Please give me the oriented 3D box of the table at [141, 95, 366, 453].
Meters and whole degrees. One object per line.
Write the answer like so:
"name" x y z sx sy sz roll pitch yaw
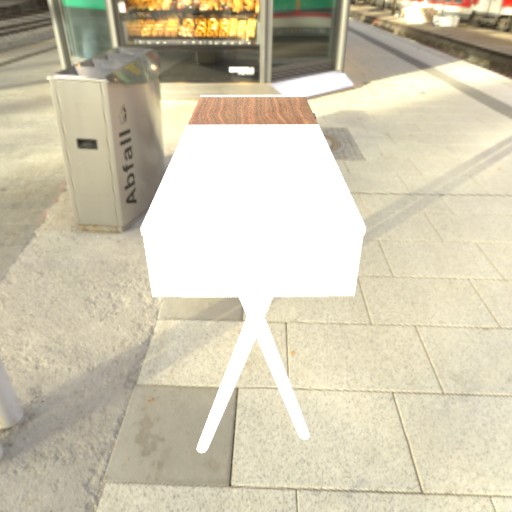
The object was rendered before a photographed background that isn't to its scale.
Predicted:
"table" 0.000 0.000 1.448 0.418 0.785 1.066 0 32 0
